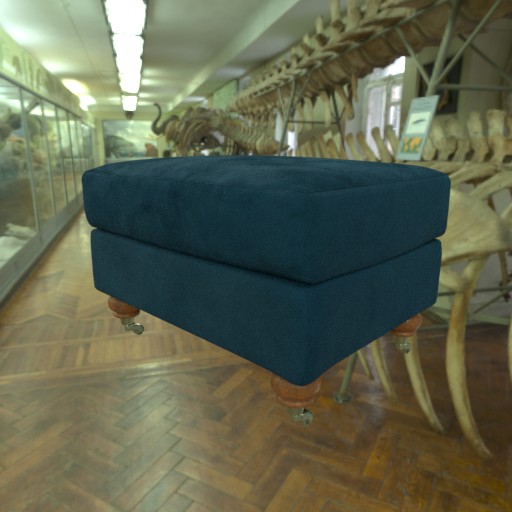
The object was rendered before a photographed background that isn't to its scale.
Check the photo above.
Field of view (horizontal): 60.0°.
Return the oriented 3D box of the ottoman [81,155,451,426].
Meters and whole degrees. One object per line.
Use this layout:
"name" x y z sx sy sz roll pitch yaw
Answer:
"ottoman" 0.000 0.000 1.140 0.773 0.503 0.572 13 20 42
